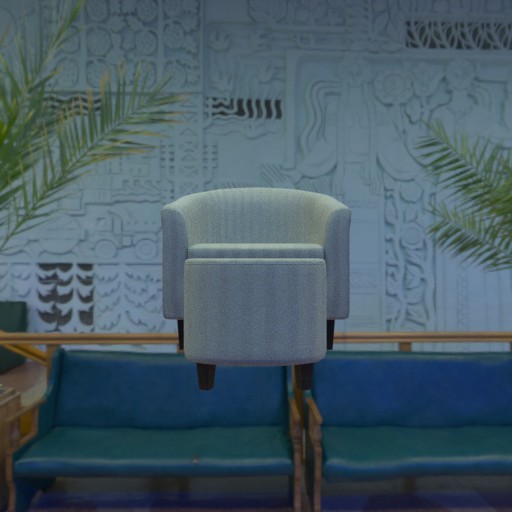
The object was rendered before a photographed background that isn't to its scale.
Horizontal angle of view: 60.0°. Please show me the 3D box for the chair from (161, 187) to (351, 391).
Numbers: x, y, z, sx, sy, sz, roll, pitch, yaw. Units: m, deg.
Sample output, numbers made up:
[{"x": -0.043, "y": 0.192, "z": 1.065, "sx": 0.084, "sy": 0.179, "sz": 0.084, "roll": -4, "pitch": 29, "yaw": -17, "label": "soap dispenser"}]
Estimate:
[{"x": 0.000, "y": 0.000, "z": 1.783, "sx": 0.756, "sy": 0.757, "sz": 1.288, "roll": 0, "pitch": -1, "yaw": 0, "label": "chair"}]
